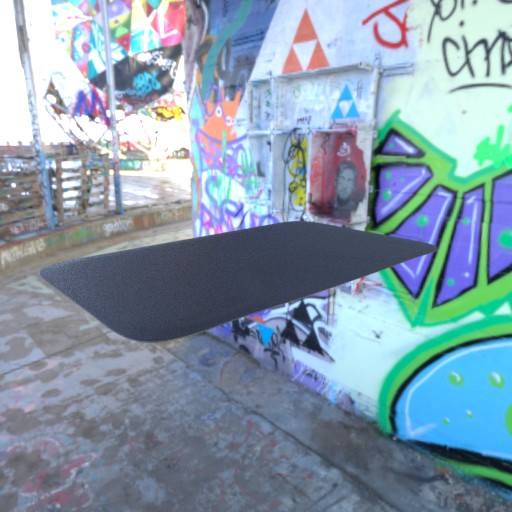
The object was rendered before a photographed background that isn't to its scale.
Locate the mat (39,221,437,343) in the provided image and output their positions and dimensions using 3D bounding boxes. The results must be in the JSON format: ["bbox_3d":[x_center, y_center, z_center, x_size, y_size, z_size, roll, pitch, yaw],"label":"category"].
[{"bbox_3d":[0.000,0.000,1.852,1.524,0.013,0.918,-13,20,-40],"label":"mat"}]
